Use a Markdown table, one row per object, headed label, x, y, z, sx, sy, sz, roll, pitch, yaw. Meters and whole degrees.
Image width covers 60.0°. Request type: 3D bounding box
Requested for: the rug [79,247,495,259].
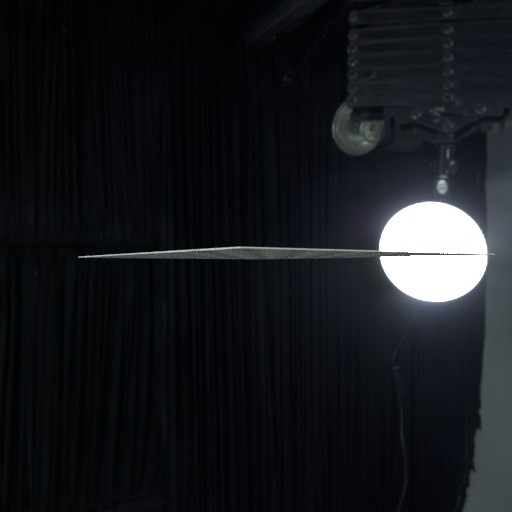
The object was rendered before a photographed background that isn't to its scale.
| label | x | y | z | sx | sy | sz | roll | pitch | yaw |
| --- | --- | --- | --- | --- | --- | --- | --- | --- | --- |
| rug | 0.000 | 0.000 | 3.972 | 2.330 | 0.010 | 3.061 | 1 | -1 | -35 |
